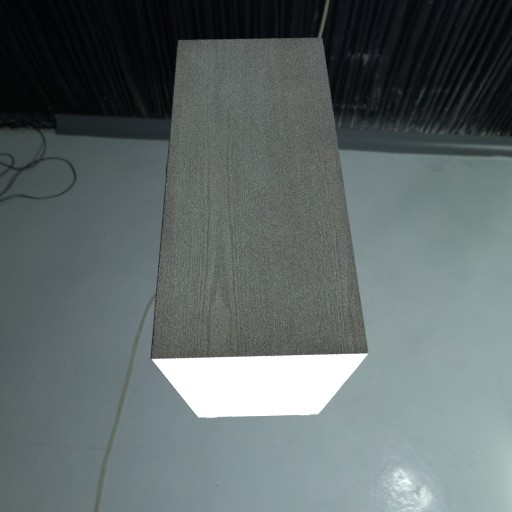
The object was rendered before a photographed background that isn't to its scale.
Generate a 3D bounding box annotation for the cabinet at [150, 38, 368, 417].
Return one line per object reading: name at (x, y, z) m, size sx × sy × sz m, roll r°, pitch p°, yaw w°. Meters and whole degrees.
cabinet at (0.000, 0.000, 1.246) m, size 0.370 × 0.787 × 0.781 m, roll -1°, pitch 62°, yaw -1°
